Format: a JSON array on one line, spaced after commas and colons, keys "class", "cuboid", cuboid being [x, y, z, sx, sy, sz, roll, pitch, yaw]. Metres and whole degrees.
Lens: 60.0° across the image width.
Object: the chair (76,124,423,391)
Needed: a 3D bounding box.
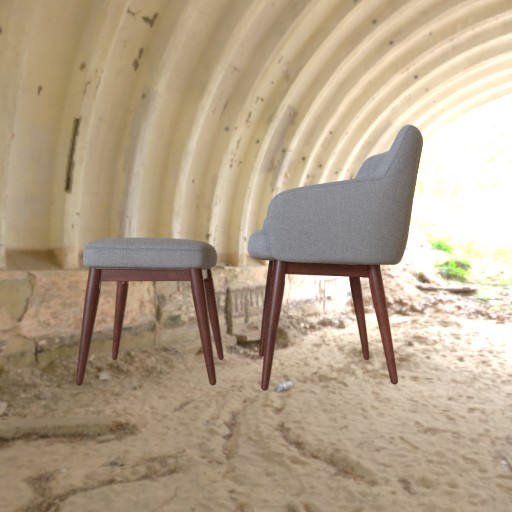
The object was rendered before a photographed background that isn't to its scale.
[{"class": "chair", "cuboid": [0.000, 0.000, 1.542, 1.107, 0.799, 0.584, 0, -1, 0]}]
